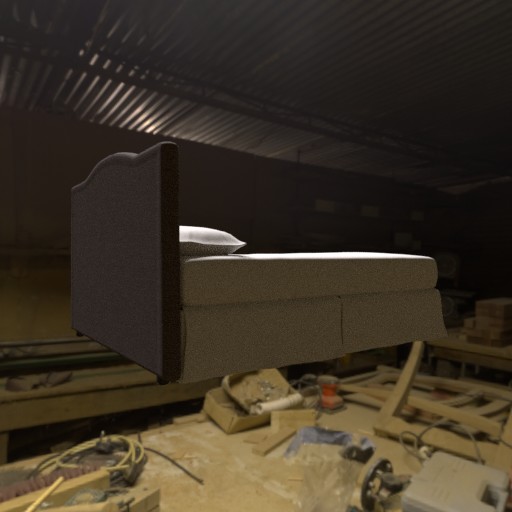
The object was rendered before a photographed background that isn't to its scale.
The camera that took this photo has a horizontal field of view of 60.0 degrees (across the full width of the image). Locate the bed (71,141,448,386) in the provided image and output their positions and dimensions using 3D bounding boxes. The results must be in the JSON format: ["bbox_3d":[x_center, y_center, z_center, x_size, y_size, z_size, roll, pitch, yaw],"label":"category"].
[{"bbox_3d":[0.000,0.000,3.996,2.689,1.457,2.161,0,0,-36],"label":"bed"}]
